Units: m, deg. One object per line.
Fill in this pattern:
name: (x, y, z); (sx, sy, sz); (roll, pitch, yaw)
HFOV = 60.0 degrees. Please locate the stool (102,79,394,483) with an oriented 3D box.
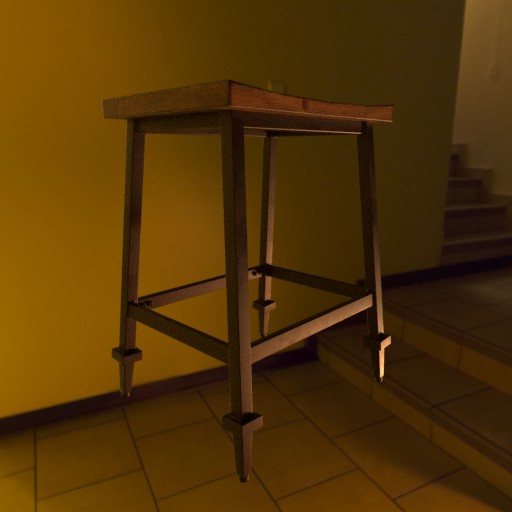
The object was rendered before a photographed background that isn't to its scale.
stool: (0.000, 0.000, 0.947); (0.405, 0.625, 0.486); (13, 18, 42)
